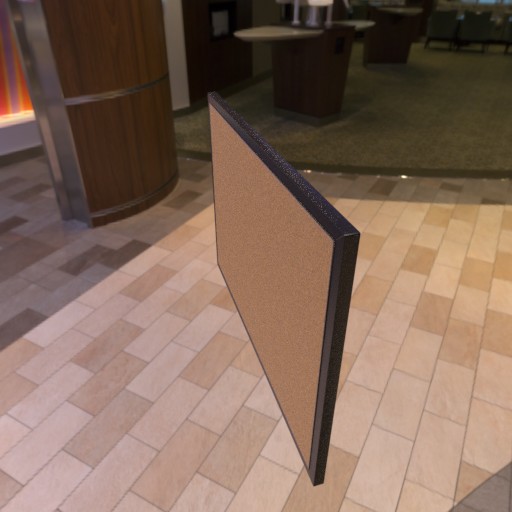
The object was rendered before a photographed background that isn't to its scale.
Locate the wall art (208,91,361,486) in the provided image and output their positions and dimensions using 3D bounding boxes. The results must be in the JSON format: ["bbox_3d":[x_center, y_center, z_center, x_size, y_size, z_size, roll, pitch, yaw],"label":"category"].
[{"bbox_3d":[0.000,0.000,0.562,0.013,0.306,0.440,-10,34,-15],"label":"wall art"}]
